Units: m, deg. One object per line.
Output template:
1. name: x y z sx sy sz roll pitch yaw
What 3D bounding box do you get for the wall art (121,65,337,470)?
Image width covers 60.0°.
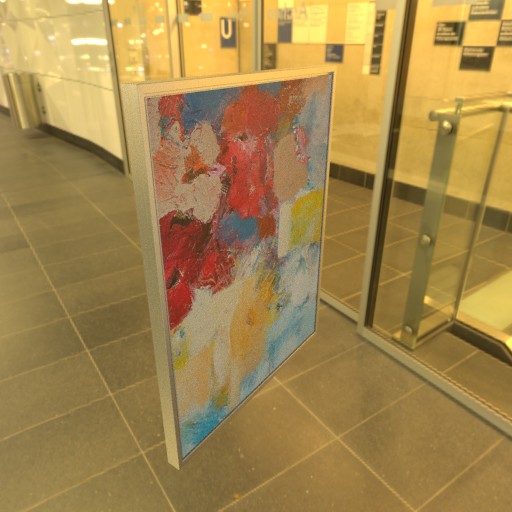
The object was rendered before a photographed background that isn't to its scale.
1. wall art: 0.000 0.000 0.741 0.025 0.569 0.444 18 31 32
